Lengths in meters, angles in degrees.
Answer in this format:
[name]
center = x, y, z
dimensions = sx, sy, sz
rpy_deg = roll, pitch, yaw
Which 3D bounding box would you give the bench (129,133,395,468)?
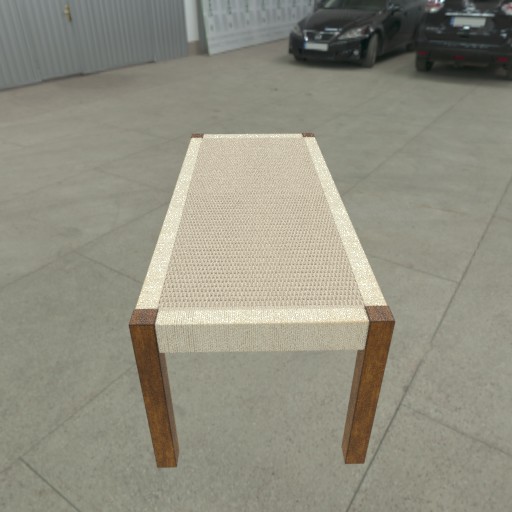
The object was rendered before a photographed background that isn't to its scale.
[bench]
center = 0.000, 0.000, 1.467
dimensions = 0.507, 0.457, 1.198
rpy_deg = -1, 32, -1
